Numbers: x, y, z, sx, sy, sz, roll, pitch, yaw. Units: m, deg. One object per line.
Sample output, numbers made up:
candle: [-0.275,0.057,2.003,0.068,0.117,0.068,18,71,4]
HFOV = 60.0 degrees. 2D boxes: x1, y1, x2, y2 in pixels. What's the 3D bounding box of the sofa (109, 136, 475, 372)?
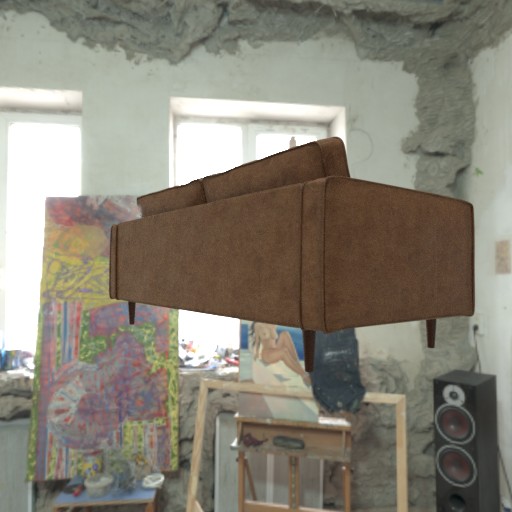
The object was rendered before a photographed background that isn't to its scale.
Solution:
sofa: [0.000,0.000,2.352,0.924,0.825,1.920,1,-2,-37]
